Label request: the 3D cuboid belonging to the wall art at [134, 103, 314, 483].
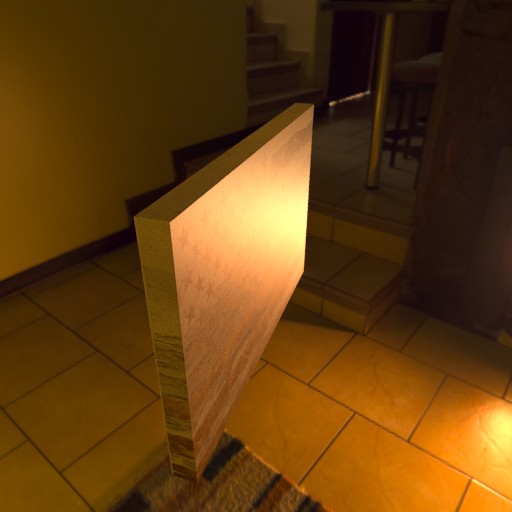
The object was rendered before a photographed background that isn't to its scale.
[{"bbox_3d":[0.000,0.000,0.778,0.041,0.407,0.606,10,31,17],"label":"wall art"}]
